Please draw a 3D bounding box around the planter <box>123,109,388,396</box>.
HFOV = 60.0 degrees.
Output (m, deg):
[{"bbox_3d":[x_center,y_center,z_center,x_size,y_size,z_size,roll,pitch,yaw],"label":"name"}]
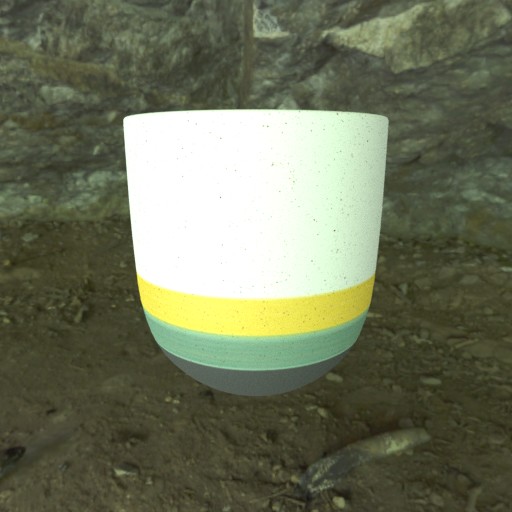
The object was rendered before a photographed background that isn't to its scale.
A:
[{"bbox_3d":[0.000,0.000,0.364,0.195,0.214,0.195,0,14,0],"label":"planter"}]
